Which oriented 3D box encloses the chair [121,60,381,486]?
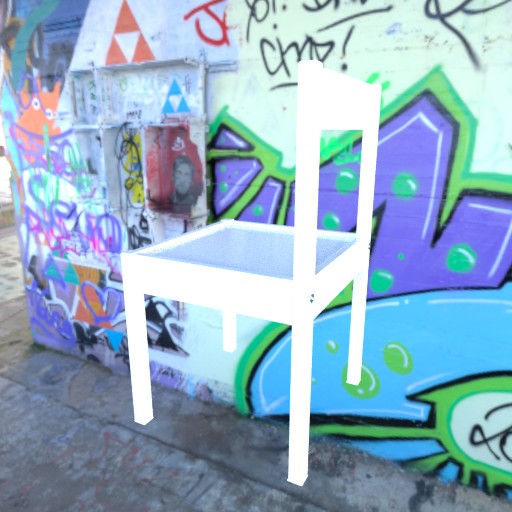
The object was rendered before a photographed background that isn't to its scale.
[{"bbox_3d":[0.000,0.000,0.683,0.285,0.505,0.285,8,18,27],"label":"chair"}]
